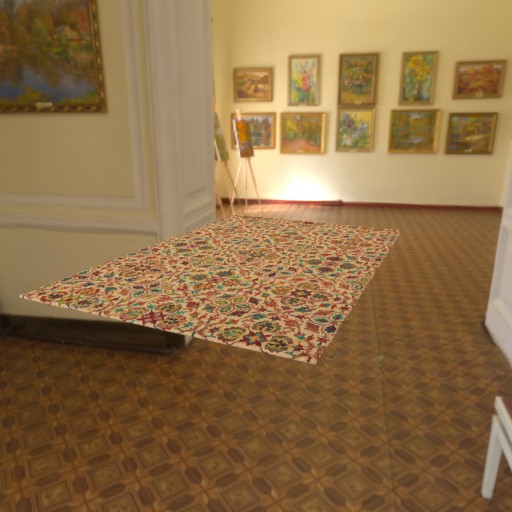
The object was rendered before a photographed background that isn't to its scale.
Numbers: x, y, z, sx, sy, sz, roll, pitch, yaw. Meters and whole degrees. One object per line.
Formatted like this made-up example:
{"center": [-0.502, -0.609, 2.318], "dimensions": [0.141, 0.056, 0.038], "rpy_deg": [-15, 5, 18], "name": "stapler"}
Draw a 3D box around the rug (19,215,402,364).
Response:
{"center": [0.000, 0.000, 2.894], "dimensions": [1.541, 0.018, 2.297], "rpy_deg": [7, 18, 24], "name": "rug"}
